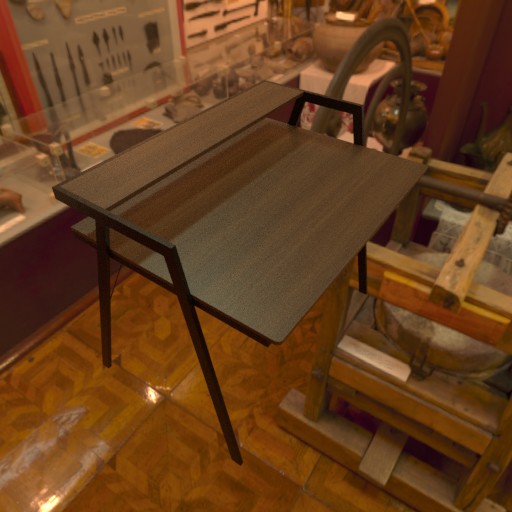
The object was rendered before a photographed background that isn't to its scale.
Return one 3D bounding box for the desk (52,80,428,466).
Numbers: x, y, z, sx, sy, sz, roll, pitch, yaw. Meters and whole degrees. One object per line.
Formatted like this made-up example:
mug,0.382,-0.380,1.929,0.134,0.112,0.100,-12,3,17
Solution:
desk,0.000,0.000,1.879,0.936,0.998,1.143,25,47,26
